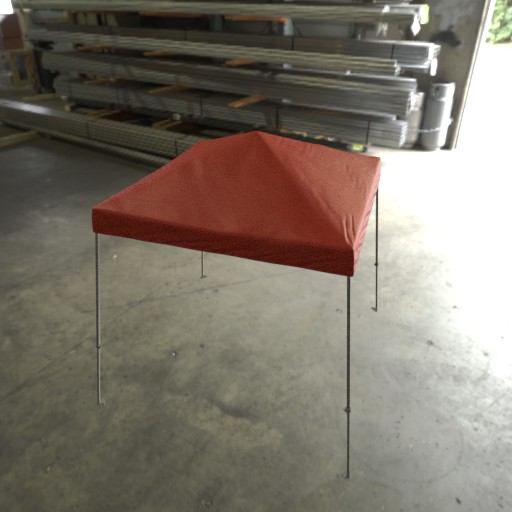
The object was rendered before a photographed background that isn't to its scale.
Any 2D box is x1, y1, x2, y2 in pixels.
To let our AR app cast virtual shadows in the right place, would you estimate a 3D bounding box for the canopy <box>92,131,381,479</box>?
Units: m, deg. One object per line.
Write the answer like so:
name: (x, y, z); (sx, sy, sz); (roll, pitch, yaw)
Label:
canopy: (0.000, 0.000, 5.084); (2.849, 2.850, 2.850); (10, 32, 16)
